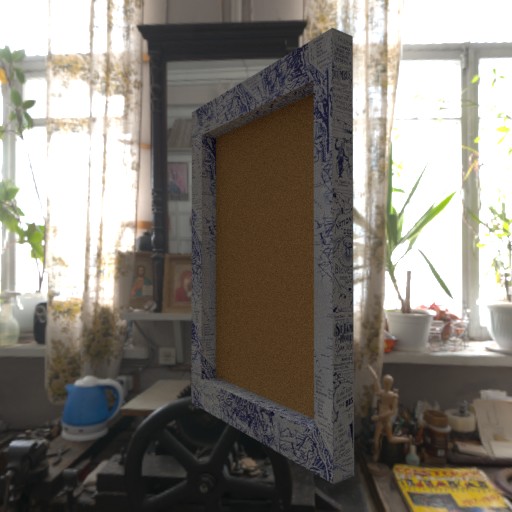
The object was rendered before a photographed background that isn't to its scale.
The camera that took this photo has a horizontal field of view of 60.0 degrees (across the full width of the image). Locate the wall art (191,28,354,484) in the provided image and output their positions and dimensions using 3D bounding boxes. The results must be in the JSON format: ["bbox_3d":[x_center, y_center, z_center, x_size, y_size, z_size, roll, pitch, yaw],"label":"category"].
[{"bbox_3d":[0.000,0.000,0.476,0.025,0.376,0.255,1,-1,-35],"label":"wall art"}]
